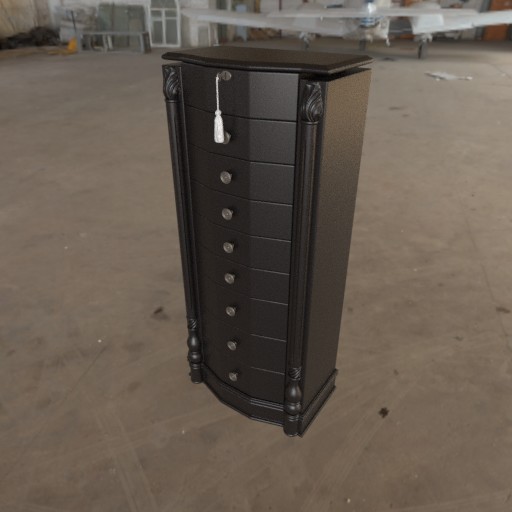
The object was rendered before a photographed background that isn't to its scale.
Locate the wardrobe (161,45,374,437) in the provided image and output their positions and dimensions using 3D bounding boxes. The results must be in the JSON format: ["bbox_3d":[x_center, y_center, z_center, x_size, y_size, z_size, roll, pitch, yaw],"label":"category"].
[{"bbox_3d":[0.000,0.000,1.218,0.444,1.011,0.295,19,35,29],"label":"wardrobe"}]
